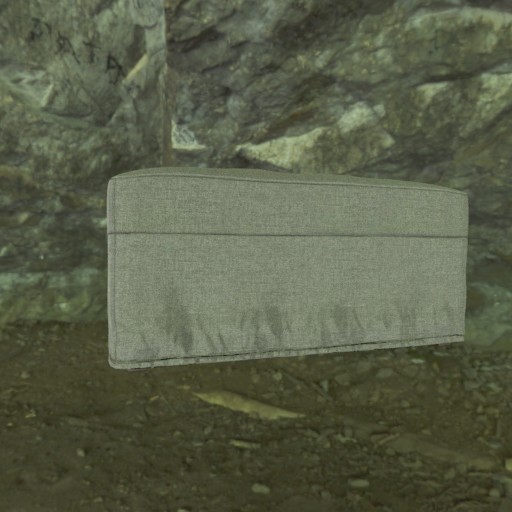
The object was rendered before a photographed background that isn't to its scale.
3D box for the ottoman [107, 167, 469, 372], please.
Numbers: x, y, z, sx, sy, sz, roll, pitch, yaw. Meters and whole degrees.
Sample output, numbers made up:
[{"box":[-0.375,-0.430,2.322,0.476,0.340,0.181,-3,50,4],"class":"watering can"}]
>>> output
[{"box":[0.000,0.000,1.326,0.843,0.436,0.840,0,1,-18],"class":"ottoman"}]
